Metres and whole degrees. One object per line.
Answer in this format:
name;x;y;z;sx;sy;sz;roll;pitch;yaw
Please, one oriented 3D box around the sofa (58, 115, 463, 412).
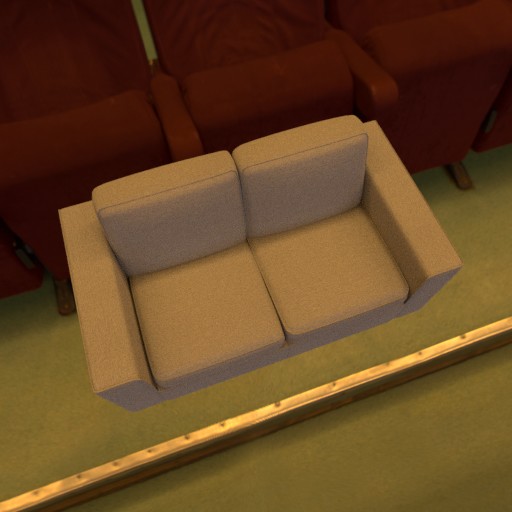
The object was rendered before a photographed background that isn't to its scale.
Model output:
sofa;0.000;0.000;2.396;1.812;0.924;1.007;-18;65;-8
